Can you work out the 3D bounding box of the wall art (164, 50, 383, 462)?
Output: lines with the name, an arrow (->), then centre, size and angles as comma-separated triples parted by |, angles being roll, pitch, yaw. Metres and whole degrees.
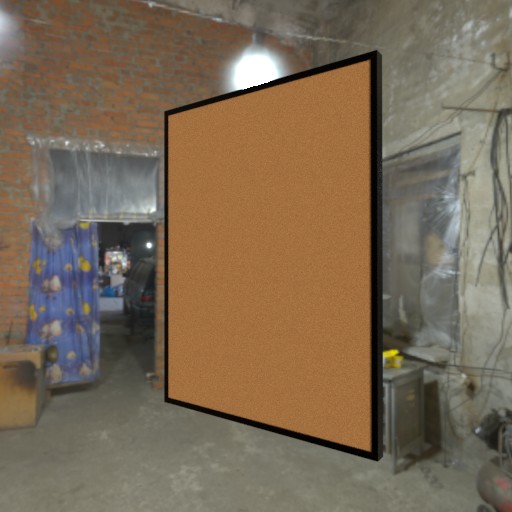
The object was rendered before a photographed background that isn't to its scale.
wall art -> 0.000, 0.000, 1.396 | 0.805, 1.062, 0.040 | 0, 0, 36
